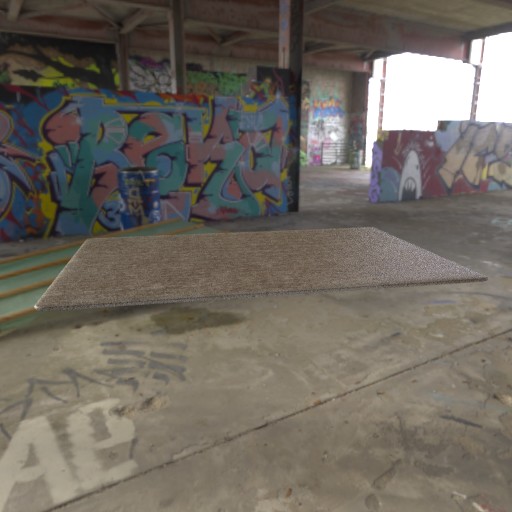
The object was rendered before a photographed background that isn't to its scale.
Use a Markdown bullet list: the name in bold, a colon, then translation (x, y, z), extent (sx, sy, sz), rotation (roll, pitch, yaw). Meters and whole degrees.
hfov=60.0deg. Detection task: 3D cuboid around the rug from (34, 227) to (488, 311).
- **rug**: translation (0.000, 0.000, 3.059), extent (2.469, 0.024, 1.539), rotation (-3, 15, -11)
